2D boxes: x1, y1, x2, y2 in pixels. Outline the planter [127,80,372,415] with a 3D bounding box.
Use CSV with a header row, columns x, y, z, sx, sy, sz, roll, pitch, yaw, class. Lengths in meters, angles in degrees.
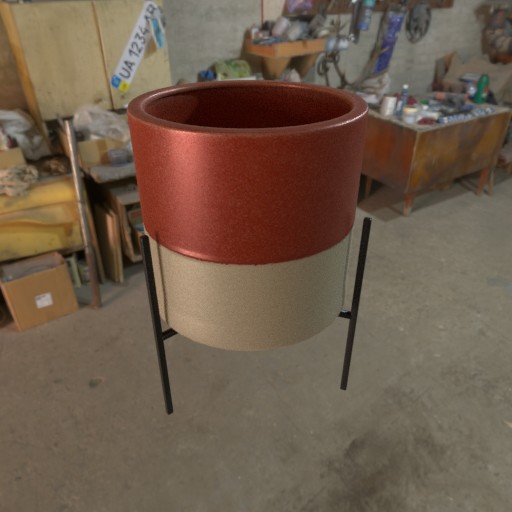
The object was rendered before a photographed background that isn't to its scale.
x,y,z,sx,sy,sz,roll,pitch,yaw,class
0.000,0.000,0.524,0.251,0.354,0.235,11,33,18,planter
